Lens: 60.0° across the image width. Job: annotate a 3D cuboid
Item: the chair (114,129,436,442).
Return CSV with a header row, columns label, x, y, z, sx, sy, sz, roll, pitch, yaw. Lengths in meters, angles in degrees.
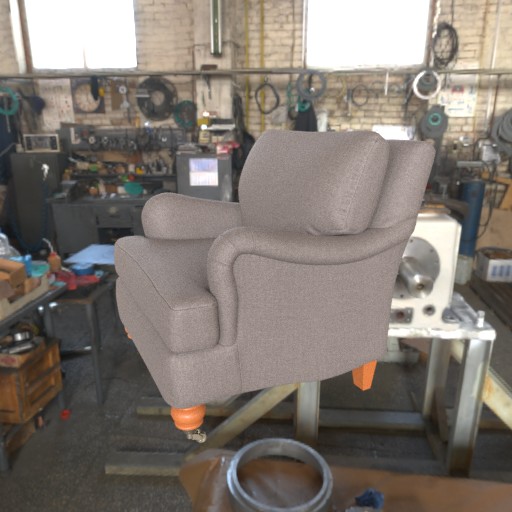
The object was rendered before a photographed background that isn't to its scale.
label,x,y,z,sx,sy,sz,roll,pitch,yaw
chair,0.000,0.000,1.898,1.070,1.038,0.955,-8,18,-26
